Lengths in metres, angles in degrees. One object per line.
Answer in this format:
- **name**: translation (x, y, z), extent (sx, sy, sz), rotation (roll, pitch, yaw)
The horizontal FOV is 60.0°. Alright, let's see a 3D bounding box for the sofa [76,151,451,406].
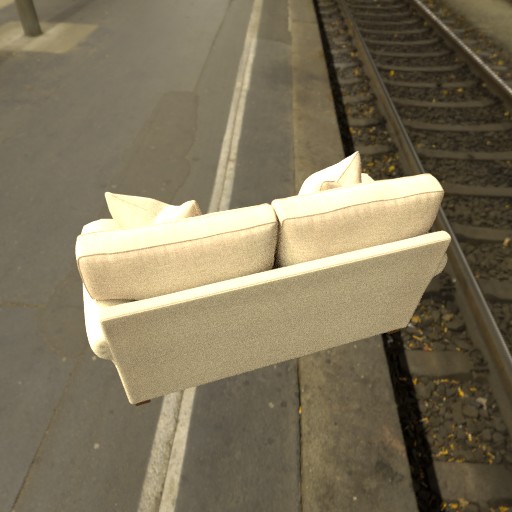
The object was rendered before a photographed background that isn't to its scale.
- **sofa**: translation (0.000, 0.000, 2.322), extent (1.701, 0.966, 0.966), rotation (-12, 42, -14)
